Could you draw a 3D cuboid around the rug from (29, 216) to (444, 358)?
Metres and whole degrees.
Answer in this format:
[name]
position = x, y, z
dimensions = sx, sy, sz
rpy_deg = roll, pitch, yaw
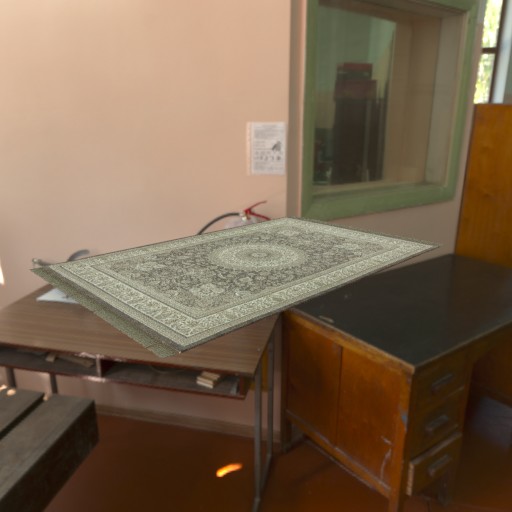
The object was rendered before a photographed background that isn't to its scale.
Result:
[rug]
position = 0.000, 0.000, 4.240
dimensions = 3.422, 0.015, 2.143
rpy_deg = -15, 22, -42
